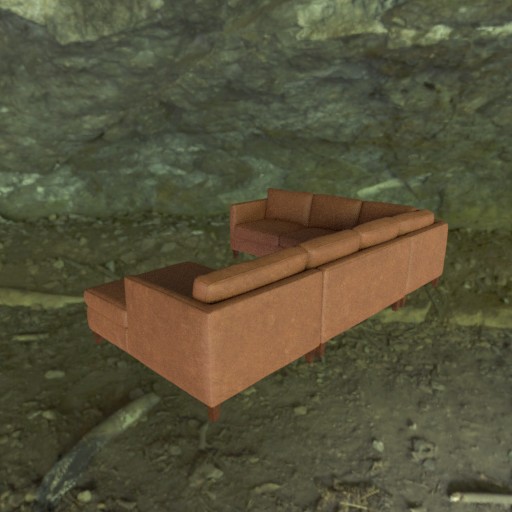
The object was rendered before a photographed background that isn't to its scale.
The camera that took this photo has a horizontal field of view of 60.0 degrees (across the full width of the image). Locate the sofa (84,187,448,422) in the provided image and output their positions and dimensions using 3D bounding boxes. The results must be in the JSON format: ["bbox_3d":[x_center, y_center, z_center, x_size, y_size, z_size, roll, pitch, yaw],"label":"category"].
[{"bbox_3d":[0.000,0.000,4.573,2.593,0.923,3.460,15,22,42],"label":"sofa"}]
